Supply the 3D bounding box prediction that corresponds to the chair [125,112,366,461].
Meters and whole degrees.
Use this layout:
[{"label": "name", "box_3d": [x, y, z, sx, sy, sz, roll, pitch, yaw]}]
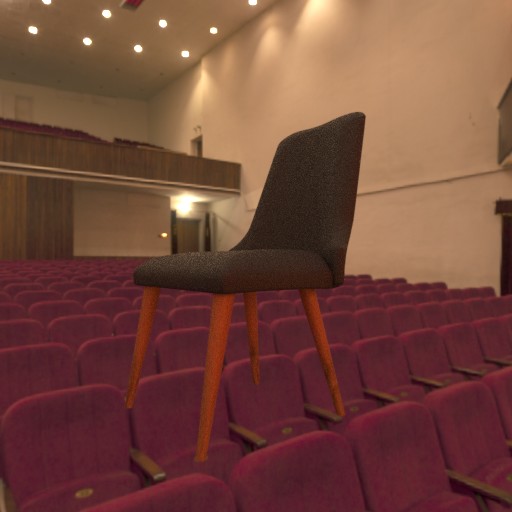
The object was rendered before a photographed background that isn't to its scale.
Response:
[{"label": "chair", "box_3d": [0.000, 0.000, 1.200, 0.567, 0.820, 0.504, 1, -1, -36]}]
